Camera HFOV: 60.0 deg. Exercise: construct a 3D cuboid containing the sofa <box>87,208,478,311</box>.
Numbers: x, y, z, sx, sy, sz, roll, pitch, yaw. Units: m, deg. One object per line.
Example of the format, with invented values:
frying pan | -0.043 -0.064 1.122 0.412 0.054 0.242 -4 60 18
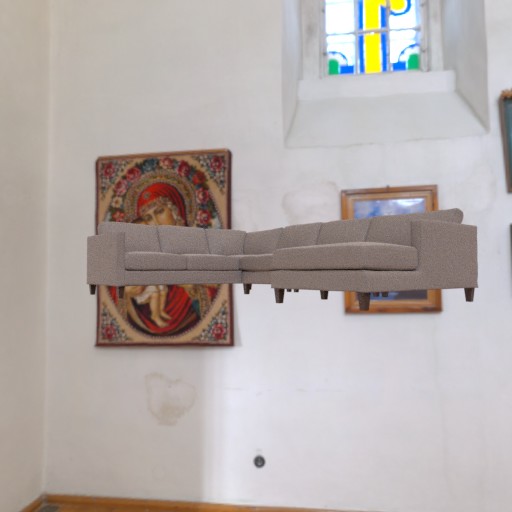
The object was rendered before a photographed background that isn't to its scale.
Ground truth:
sofa | 0.000 0.000 4.604 2.424 0.865 3.438 2 -3 -38
